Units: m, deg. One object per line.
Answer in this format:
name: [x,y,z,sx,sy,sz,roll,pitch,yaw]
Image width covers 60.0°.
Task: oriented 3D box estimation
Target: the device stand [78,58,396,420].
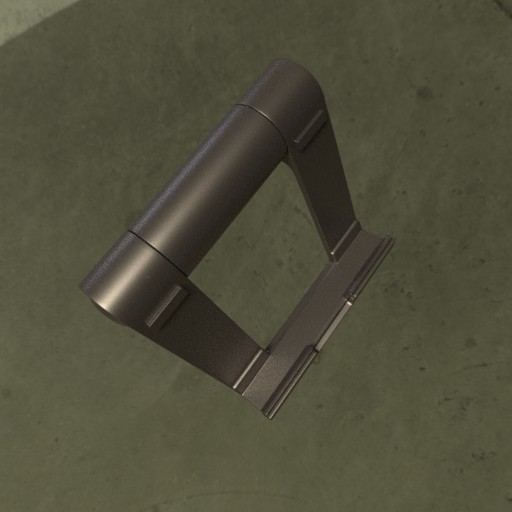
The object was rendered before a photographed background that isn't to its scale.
device stand: [0.000,0.000,0.156,0.079,0.084,0.088,36,78,9]
